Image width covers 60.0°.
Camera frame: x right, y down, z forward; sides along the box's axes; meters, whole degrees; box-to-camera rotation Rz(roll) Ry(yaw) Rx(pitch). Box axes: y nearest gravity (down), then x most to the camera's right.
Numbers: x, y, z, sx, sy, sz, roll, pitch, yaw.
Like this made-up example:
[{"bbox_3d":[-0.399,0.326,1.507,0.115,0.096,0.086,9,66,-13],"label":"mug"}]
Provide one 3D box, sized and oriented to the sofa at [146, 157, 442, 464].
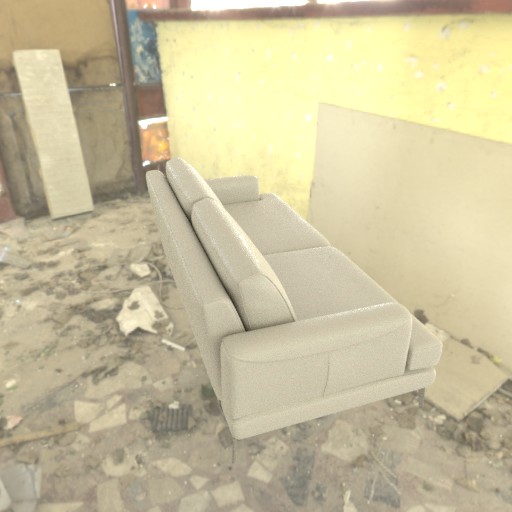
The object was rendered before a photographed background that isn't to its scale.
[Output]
[{"bbox_3d":[0.000,0.000,2.458,0.974,0.765,1.940,-9,29,-17],"label":"sofa"}]
